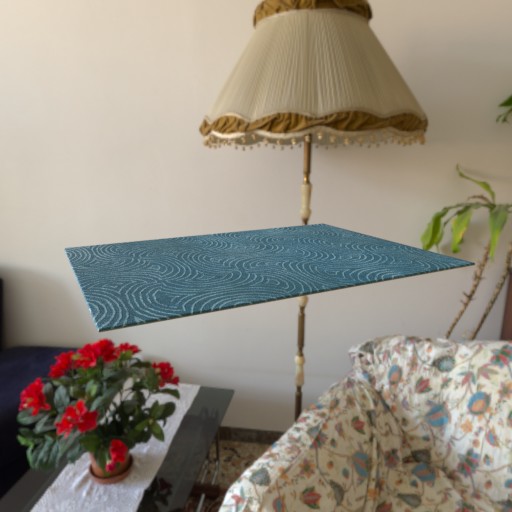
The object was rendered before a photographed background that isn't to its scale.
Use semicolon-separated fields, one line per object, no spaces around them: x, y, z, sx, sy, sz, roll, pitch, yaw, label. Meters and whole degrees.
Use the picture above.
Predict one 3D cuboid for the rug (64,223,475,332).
0.000;0.000;2.828;2.144;0.015;1.543;-7;16;-26;rug
